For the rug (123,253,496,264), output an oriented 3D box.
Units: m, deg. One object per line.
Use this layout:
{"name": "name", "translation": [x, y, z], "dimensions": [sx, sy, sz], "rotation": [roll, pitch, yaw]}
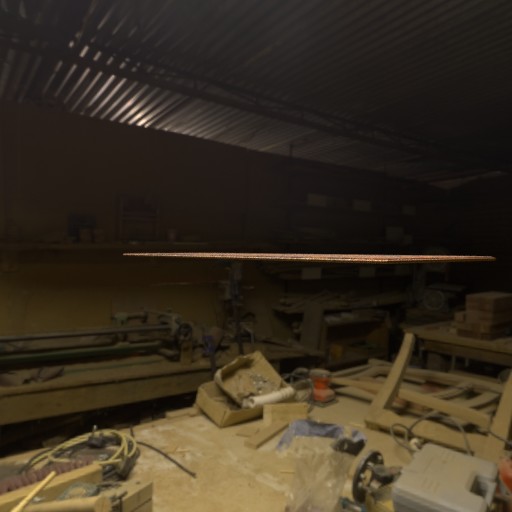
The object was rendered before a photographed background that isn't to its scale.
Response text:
{"name": "rug", "translation": [0.000, 0.000, 1.968], "dimensions": [0.556, 0.013, 1.820], "rotation": [-1, 1, -36]}
